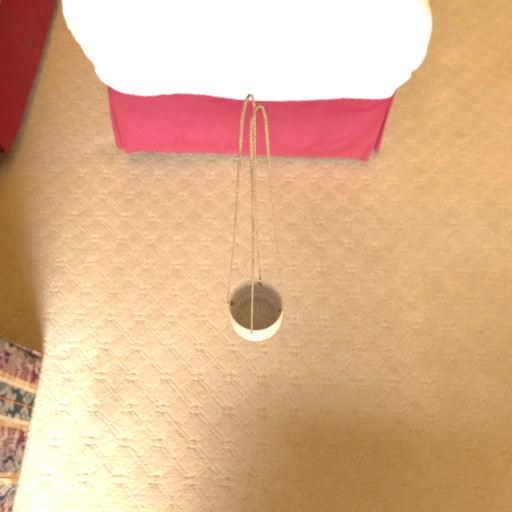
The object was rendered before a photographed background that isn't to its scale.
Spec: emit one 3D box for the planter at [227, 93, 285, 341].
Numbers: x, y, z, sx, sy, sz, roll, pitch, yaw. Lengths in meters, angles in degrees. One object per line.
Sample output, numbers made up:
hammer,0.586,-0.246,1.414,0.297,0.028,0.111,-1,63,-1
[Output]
planter,0.000,0.000,0.908,0.146,0.841,0.146,-34,68,-15
